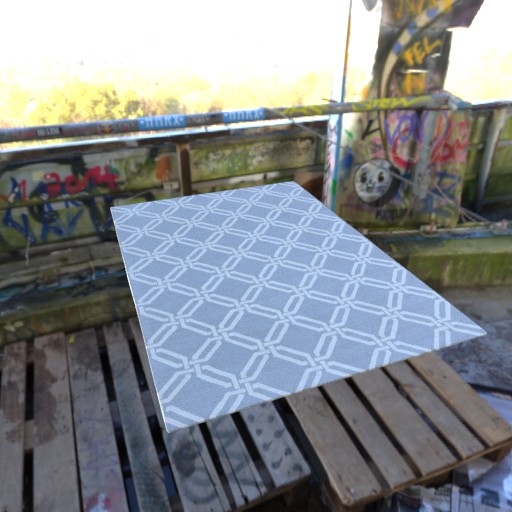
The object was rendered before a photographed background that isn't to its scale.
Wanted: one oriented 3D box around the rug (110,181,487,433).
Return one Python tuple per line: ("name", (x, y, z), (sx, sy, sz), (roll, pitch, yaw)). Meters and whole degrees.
("rug", (0.000, 0.000, 2.707), (1.522, 0.013, 2.133), (-11, 32, -18))
